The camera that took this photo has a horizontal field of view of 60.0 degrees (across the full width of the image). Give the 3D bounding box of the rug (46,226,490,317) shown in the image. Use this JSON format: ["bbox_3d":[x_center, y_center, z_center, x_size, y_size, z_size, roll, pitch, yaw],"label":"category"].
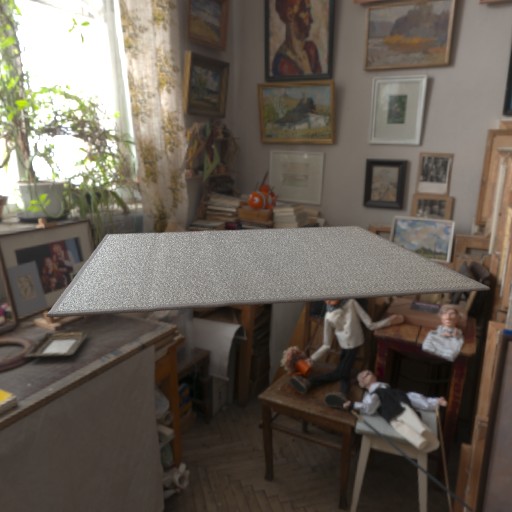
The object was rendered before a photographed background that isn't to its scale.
[{"bbox_3d":[0.000,0.000,4.088,3.007,0.032,2.434,-3,15,-10],"label":"rug"}]
